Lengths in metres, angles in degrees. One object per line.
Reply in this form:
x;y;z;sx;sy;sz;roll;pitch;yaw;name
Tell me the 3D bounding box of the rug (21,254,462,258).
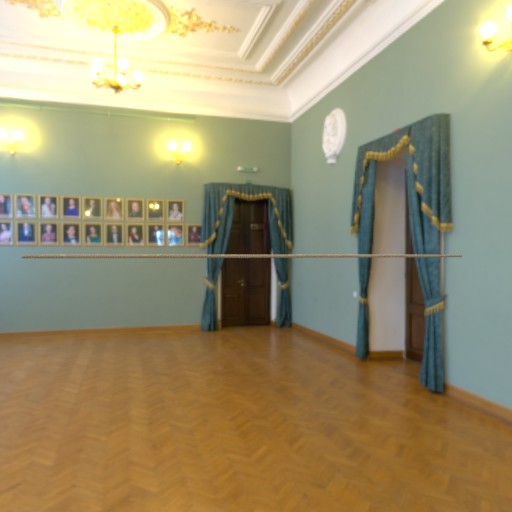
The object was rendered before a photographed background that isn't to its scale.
0.000;0.000;2.516;2.276;0.014;0.678;0;0;-18;rug
